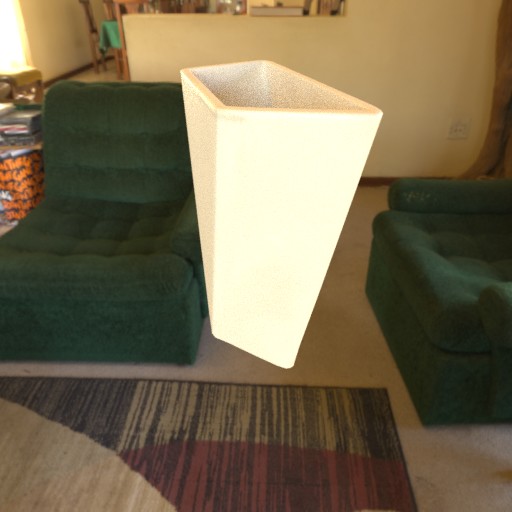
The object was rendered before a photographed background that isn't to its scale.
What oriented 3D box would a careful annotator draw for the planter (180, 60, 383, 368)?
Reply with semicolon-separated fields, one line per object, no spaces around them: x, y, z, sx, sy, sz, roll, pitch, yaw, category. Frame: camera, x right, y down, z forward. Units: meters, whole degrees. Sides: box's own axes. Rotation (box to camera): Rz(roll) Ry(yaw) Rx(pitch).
0.000;0.000;0.266;0.060;0.197;0.150;-8;32;-14;planter
